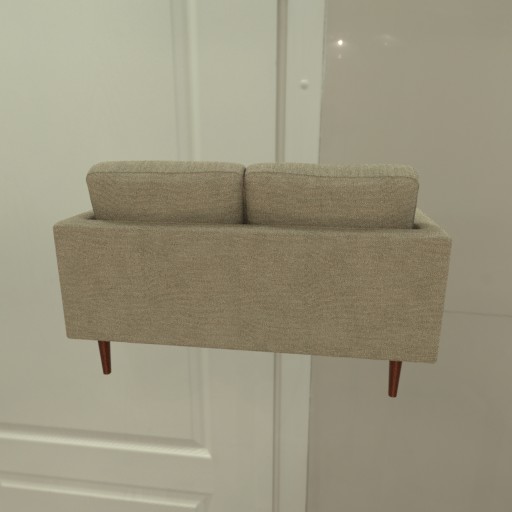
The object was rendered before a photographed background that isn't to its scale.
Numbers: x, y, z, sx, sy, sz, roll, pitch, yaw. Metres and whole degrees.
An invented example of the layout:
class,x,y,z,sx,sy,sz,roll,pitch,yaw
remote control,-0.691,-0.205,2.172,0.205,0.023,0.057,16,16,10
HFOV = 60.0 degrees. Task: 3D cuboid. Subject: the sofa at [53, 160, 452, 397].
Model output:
class,x,y,z,sx,sy,sz,roll,pitch,yaw
sofa,0.000,0.000,2.164,1.582,0.944,0.903,2,16,8
